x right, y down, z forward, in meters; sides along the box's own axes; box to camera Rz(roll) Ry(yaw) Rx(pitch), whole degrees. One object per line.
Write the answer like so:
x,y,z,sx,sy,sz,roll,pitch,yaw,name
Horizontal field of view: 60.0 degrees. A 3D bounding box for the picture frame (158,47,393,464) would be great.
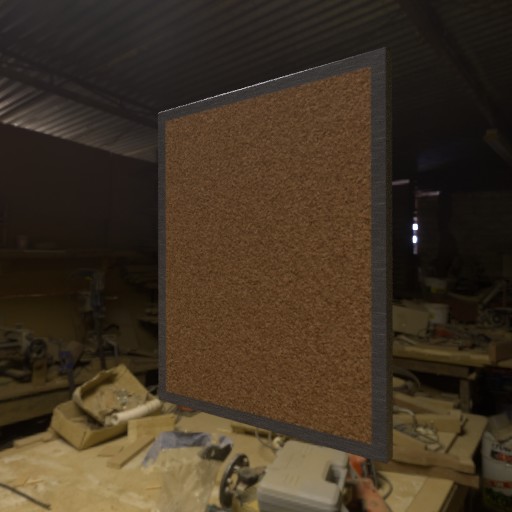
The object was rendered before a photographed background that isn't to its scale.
0.000,0.000,0.740,0.454,0.559,0.029,0,0,36,picture frame
